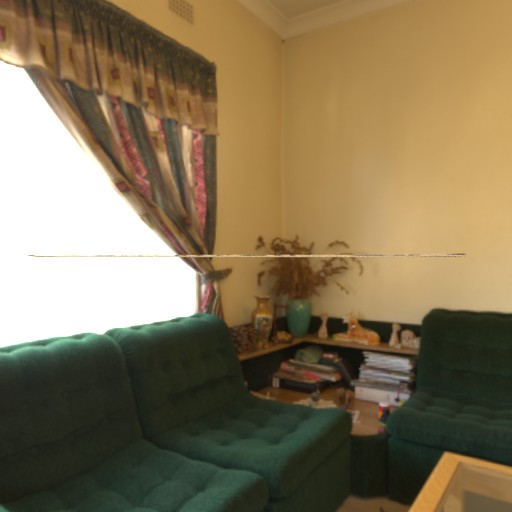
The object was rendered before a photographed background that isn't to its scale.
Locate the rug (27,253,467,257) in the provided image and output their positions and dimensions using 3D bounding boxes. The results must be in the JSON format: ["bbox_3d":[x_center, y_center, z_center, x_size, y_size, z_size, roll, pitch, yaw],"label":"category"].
[{"bbox_3d":[0.000,0.000,2.125,1.698,0.013,1.072,0,0,17],"label":"rug"}]
